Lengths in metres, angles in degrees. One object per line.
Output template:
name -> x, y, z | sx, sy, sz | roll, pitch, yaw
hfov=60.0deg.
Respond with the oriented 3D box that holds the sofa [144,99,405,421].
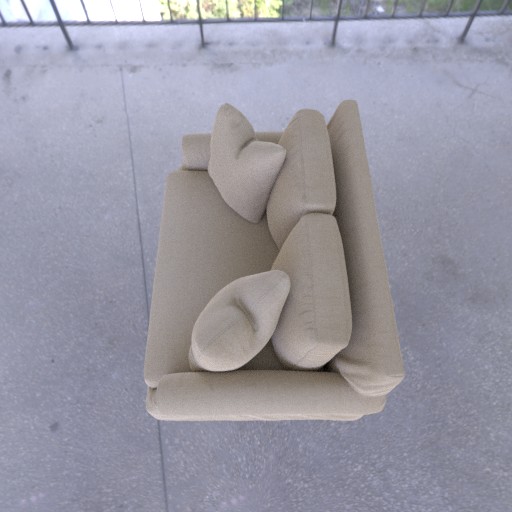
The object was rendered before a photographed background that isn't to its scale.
sofa -> 0.000, 0.000, 2.224 | 1.070, 0.905, 1.550 | 0, 60, 0
